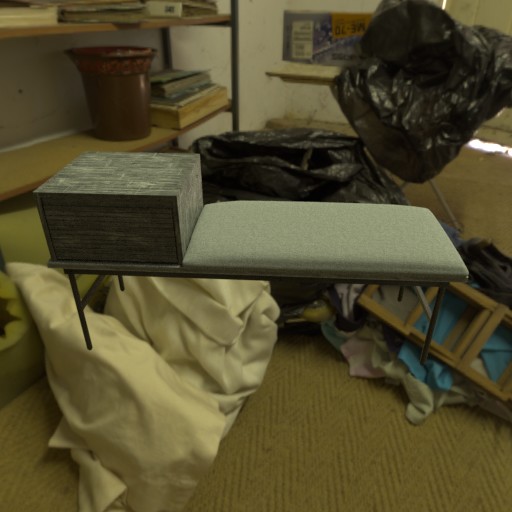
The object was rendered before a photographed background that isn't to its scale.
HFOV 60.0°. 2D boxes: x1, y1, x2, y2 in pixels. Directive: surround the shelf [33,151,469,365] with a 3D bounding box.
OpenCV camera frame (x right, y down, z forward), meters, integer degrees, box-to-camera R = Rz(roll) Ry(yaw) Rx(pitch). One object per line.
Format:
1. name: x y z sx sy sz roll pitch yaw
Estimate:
1. shelf: 0.000 0.000 1.629 1.342 0.633 0.457 2 31 3
